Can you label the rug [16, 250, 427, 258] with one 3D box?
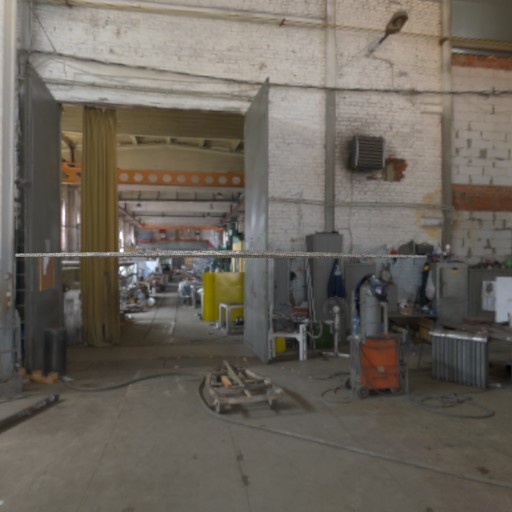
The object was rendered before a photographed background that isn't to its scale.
[{"bbox_3d":[0.000,0.000,2.268,1.208,0.012,1.819,0,-1,36],"label":"rug"}]
